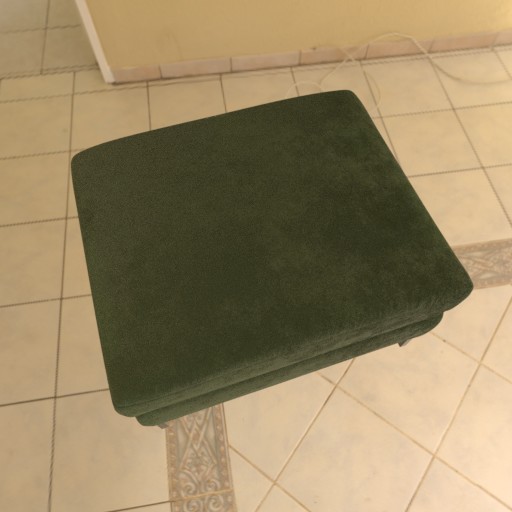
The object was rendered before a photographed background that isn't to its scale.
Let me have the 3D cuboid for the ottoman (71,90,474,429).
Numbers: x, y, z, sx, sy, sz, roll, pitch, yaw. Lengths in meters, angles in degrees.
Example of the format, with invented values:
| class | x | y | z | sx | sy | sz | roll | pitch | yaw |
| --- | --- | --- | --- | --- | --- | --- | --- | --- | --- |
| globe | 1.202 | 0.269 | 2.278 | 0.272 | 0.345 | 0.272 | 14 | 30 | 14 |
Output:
| class | x | y | z | sx | sy | sz | roll | pitch | yaw |
| --- | --- | --- | --- | --- | --- | --- | --- | --- | --- |
| ottoman | 0.000 | 0.000 | 1.273 | 0.839 | 0.538 | 0.701 | -16 | 63 | -8 |
